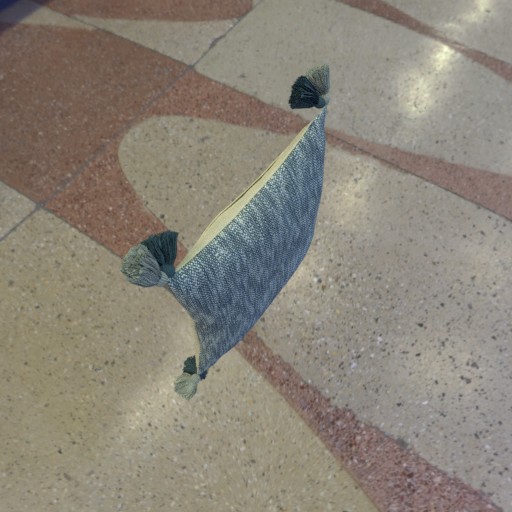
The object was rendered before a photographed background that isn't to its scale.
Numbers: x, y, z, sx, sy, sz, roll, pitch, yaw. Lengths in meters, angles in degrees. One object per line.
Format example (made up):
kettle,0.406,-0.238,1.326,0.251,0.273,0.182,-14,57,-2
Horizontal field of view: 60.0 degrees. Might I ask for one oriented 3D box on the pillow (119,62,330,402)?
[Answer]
pillow,0.000,0.000,0.965,0.138,0.634,0.614,31,64,17
